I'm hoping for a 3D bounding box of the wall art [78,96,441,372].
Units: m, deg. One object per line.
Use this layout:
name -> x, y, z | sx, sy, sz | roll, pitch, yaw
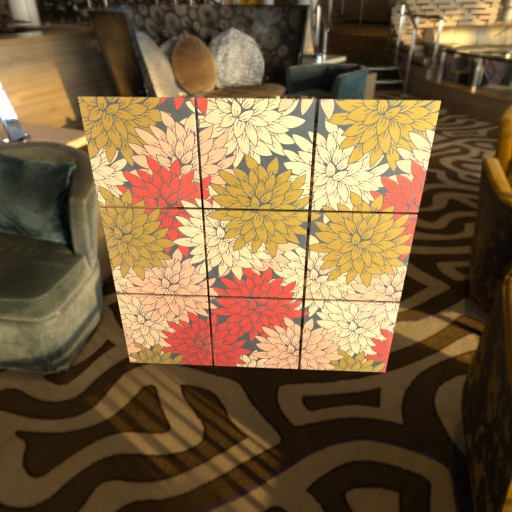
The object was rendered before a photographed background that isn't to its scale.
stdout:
wall art -> 0.000, 0.000, 2.249 | 1.519, 1.534, 0.013 | 2, 31, 3
